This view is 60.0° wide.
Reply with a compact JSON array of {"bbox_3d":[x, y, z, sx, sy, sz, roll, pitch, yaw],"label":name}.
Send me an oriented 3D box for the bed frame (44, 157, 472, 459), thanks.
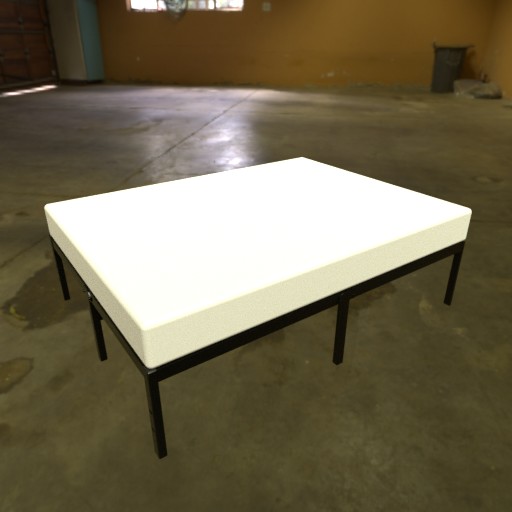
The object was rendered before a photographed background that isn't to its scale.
[{"bbox_3d":[0.000,0.000,2.771,2.072,0.659,1.557,-17,31,-31],"label":"bed frame"}]
